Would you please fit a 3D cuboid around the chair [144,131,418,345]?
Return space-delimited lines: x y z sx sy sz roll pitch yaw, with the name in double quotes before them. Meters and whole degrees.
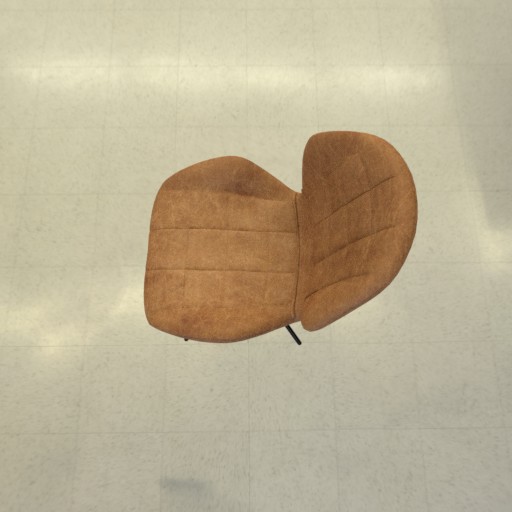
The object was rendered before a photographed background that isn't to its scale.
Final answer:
"chair" 0.000 0.000 1.310 0.640 0.929 0.527 2 75 1
